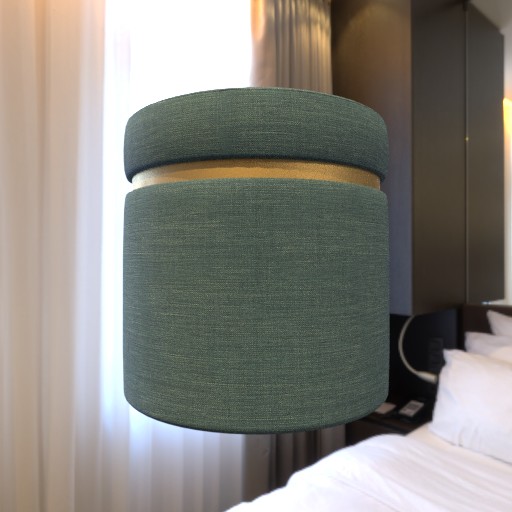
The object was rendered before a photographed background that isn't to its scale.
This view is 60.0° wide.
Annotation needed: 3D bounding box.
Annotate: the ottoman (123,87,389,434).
[{"bbox_3d":[0.000,0.000,0.691,0.398,0.406,0.398,0,0,0],"label":"ottoman"}]
